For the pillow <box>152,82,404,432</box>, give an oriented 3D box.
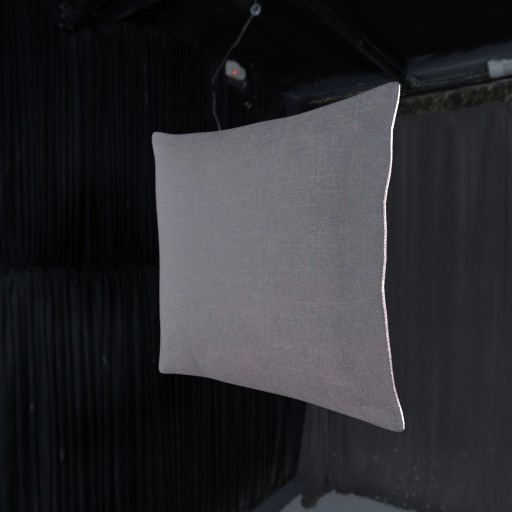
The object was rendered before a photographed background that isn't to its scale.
[{"bbox_3d":[0.000,0.000,0.786,0.523,0.506,0.166,1,2,36],"label":"pillow"}]
